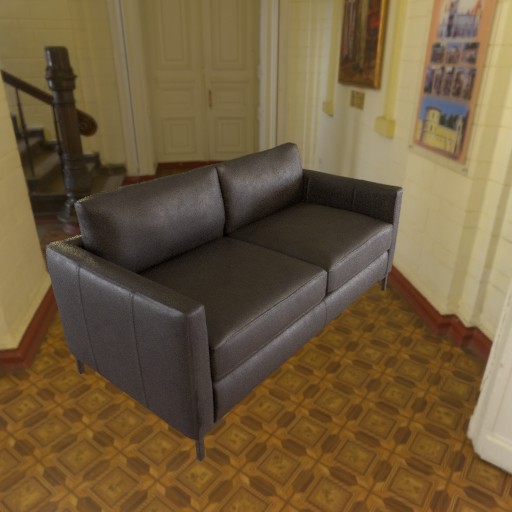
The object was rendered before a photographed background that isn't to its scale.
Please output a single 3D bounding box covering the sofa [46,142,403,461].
[{"bbox_3d":[0.000,0.000,2.323,0.947,0.883,1.805,17,30,32],"label":"sofa"}]
